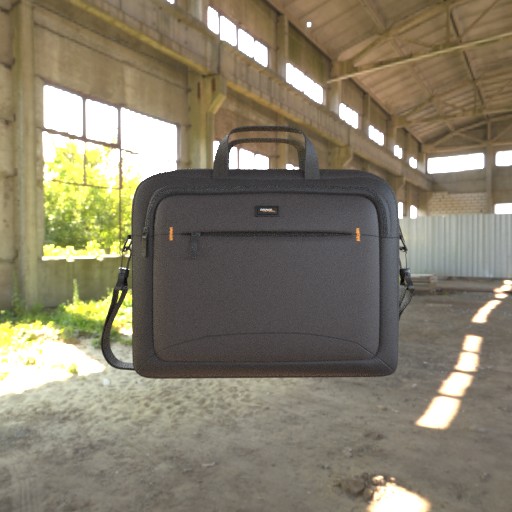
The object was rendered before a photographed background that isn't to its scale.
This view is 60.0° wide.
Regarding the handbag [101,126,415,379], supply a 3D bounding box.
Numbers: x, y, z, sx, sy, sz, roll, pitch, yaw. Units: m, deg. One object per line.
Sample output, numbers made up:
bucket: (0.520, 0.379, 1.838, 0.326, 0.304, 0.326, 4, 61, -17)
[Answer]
handbag: (0.000, 0.000, 0.593, 0.429, 0.330, 0.126, 0, 1, -1)
